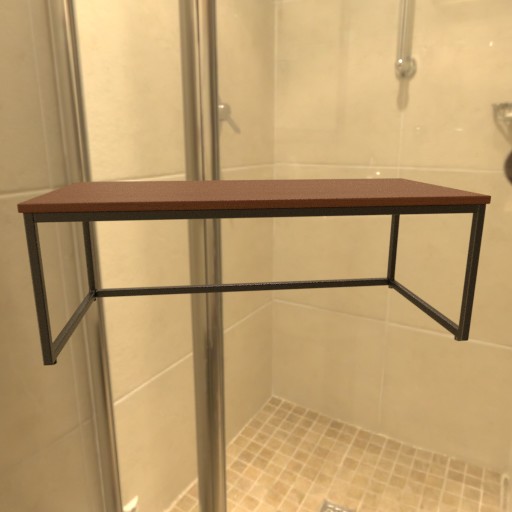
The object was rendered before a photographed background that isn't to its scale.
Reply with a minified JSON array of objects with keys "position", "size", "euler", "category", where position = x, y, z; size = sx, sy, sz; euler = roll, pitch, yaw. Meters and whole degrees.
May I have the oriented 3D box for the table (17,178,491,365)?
[{"position":[0.000,0.000,1.309],"size":[1.100,0.400,0.500],"euler":[-2,15,-7],"category":"table"}]
